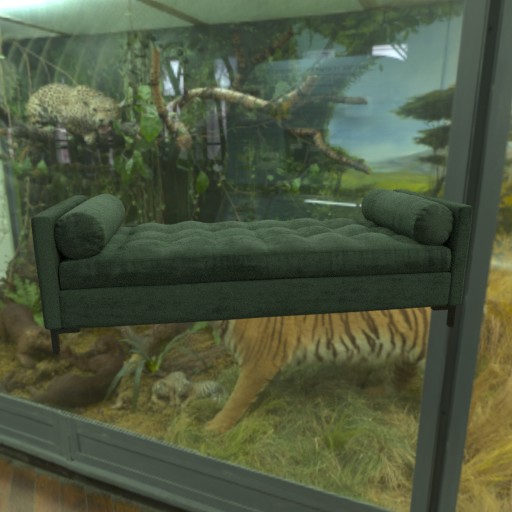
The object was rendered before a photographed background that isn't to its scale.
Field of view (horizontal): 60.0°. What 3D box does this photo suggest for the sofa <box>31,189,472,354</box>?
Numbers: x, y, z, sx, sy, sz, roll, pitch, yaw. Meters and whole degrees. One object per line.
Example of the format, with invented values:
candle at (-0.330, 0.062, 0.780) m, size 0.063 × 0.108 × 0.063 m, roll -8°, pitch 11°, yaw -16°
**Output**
sofa at (0.000, 0.000, 2.510) m, size 2.130 × 0.681 × 0.817 m, roll -2°, pitch 15°, yaw -8°
